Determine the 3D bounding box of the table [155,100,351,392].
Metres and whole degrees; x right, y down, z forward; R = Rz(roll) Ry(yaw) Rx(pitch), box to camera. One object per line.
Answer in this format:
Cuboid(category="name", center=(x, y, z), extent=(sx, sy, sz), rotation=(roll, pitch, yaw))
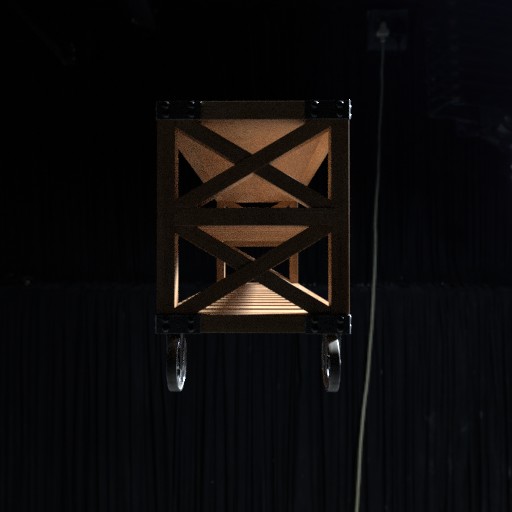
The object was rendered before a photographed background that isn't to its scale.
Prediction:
Cuboid(category="table", center=(0.000, 0.000, 1.770), extent=(0.467, 0.711, 1.487), rotation=(0, -1, 1))
